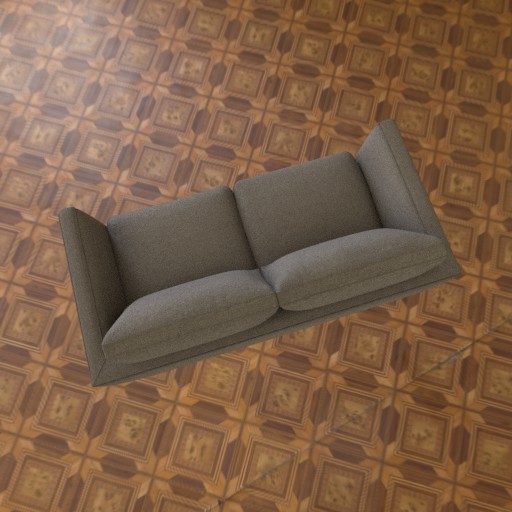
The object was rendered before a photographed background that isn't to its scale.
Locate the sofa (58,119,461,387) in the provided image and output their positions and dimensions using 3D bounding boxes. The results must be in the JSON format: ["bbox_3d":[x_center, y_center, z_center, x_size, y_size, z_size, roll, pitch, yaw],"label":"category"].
[{"bbox_3d":[0.000,0.000,2.125,1.594,0.924,0.803,-16,75,-5],"label":"sofa"}]
